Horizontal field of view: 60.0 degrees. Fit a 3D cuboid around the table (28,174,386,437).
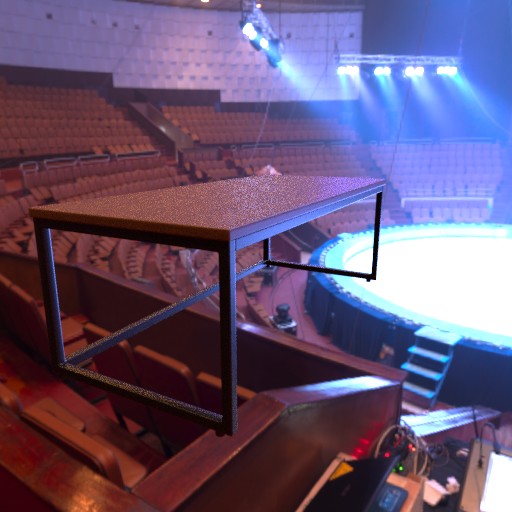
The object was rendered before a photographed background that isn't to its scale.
[{"bbox_3d":[0.000,0.000,1.339,0.500,0.400,1.100,8,16,28],"label":"table"}]
